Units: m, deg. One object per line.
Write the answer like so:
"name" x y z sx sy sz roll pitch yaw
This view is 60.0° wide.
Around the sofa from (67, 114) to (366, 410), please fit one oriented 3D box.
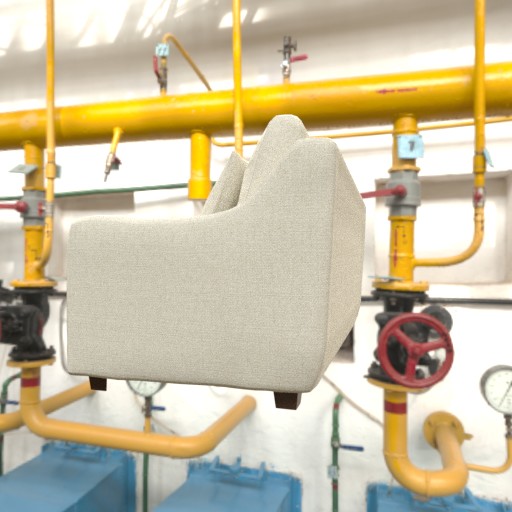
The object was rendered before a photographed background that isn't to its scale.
"sofa" 0.000 0.000 2.329 1.040 1.047 1.744 0 -1 17
